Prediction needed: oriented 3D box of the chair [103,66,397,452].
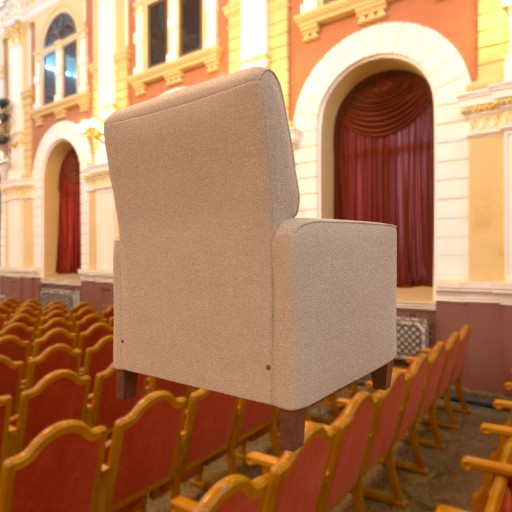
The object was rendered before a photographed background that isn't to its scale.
[{"bbox_3d":[0.000,0.000,1.644,0.841,1.023,0.858,0,0,36],"label":"chair"}]
